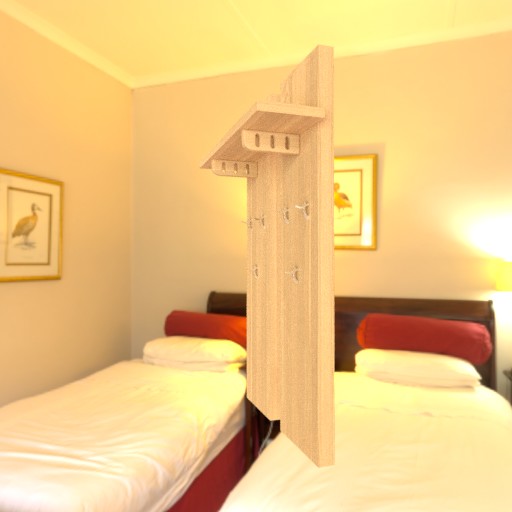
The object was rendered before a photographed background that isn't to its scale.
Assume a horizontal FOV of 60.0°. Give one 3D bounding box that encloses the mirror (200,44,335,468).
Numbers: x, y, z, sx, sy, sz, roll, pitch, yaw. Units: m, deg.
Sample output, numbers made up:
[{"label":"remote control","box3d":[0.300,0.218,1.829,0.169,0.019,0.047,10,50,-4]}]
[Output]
[{"label":"mirror","box3d":[0.000,0.000,1.619,0.260,1.250,0.800,0,-1,-18]}]
